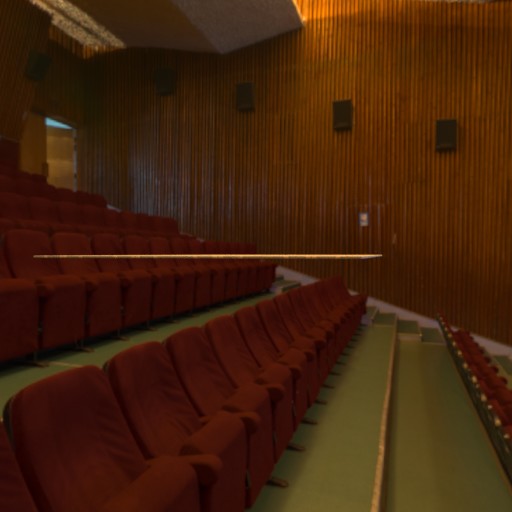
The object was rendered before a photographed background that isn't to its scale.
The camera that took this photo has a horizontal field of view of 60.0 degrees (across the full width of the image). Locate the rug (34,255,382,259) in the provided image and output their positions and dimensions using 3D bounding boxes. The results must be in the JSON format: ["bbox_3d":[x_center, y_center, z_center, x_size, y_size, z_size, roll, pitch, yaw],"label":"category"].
[{"bbox_3d":[0.000,0.000,2.769,1.451,0.010,2.080,0,0,18],"label":"rug"}]
